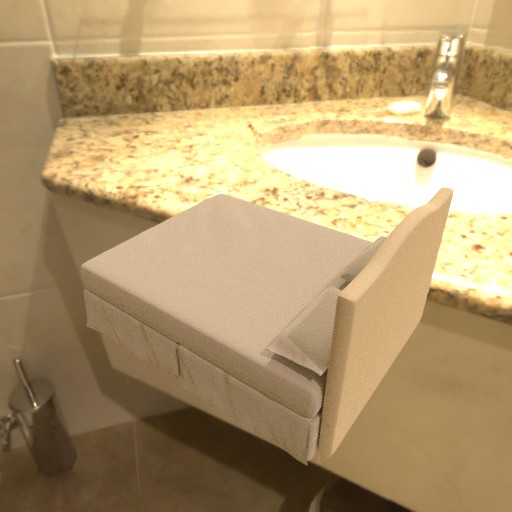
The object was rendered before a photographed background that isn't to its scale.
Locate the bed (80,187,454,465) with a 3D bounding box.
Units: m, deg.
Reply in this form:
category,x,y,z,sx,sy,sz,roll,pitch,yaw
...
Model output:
category,x,y,z,sx,sy,sz,roll,pitch,yaw
bed,0.000,0.000,3.721,2.477,1.437,1.977,22,38,30
